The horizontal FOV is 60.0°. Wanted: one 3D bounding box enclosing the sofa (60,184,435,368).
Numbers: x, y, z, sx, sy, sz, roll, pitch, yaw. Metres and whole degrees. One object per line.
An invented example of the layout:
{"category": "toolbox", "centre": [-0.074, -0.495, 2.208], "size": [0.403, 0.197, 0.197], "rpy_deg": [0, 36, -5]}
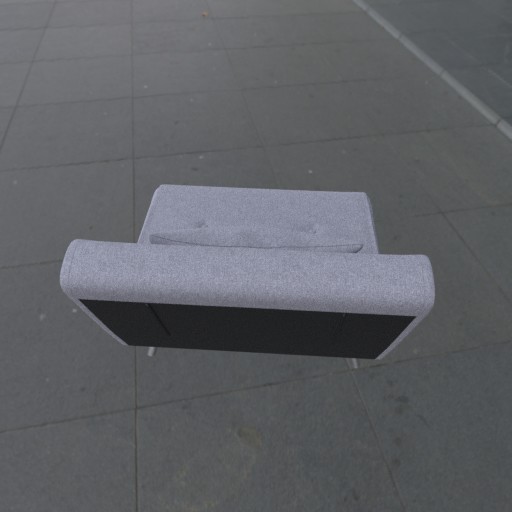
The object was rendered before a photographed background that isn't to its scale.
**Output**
{"category": "sofa", "centre": [0.000, 0.000, 1.762], "size": [1.020, 0.825, 1.000], "rpy_deg": [3, 46, 3]}
